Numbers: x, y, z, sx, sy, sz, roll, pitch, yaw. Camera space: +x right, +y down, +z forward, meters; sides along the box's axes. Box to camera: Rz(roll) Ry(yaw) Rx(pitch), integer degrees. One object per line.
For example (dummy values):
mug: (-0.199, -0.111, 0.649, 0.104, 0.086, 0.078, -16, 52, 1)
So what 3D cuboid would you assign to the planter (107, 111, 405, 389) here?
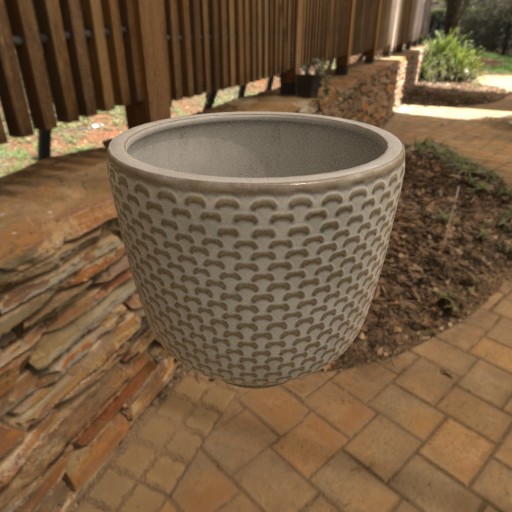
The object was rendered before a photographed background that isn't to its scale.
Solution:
planter: (0.000, 0.000, 0.300, 0.173, 0.160, 0.173, 0, 28, 0)
